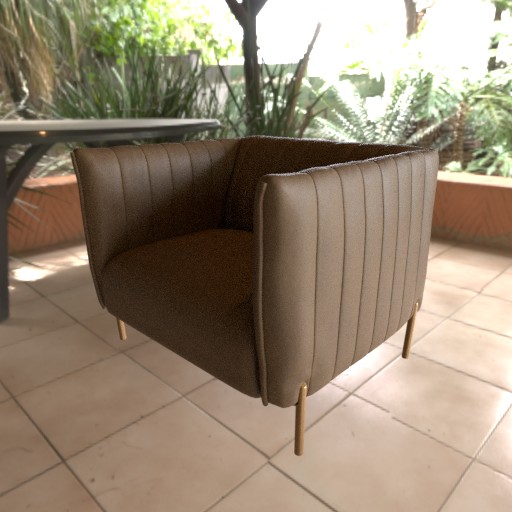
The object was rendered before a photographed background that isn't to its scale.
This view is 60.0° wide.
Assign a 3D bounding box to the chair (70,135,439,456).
[{"bbox_3d":[0.000,0.000,1.602,0.981,0.779,0.876,17,25,41],"label":"chair"}]
